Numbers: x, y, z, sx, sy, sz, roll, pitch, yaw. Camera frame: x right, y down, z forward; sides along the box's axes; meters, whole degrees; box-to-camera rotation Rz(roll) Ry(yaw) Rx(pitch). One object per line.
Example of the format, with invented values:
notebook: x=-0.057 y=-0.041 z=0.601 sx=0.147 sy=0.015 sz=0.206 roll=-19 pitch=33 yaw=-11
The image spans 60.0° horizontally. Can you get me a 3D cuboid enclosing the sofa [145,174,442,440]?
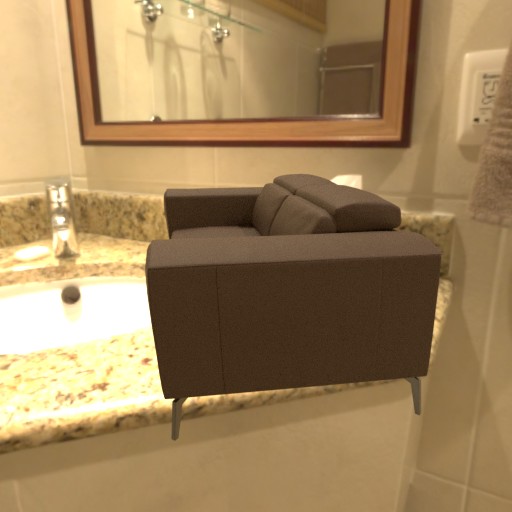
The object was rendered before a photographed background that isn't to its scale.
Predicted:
sofa: x=0.000 y=0.000 z=2.364 sx=1.003 sy=0.779 sz=1.895 roll=-2 pitch=16 yaw=-9
